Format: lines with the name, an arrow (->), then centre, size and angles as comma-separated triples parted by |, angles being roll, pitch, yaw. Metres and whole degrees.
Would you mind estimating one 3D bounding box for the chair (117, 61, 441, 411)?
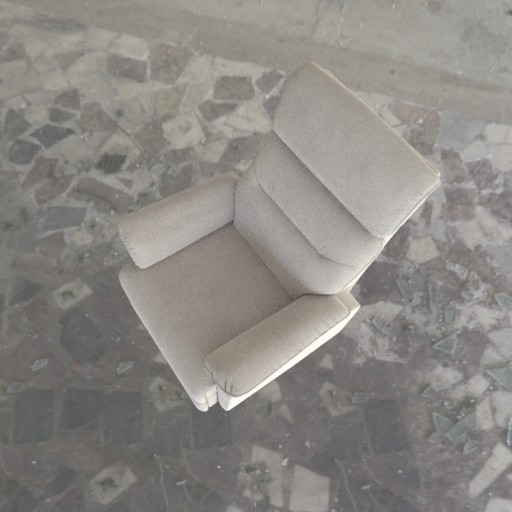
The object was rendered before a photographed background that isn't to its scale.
chair -> 0.000, 0.000, 1.720 | 1.001, 1.039, 0.820 | -33, 68, -15
